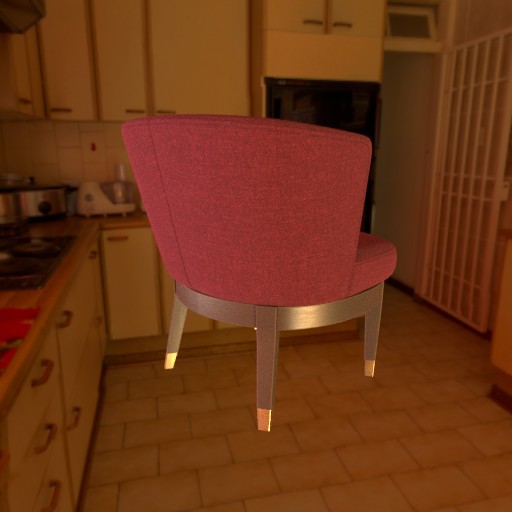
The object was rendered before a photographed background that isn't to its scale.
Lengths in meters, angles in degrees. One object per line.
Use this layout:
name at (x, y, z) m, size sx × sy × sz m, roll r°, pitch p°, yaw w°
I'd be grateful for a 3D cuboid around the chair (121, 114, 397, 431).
chair at (0.000, 0.000, 1.301) m, size 0.660 × 0.760 × 0.700 m, roll -13°, pitch 19°, yaw -42°
